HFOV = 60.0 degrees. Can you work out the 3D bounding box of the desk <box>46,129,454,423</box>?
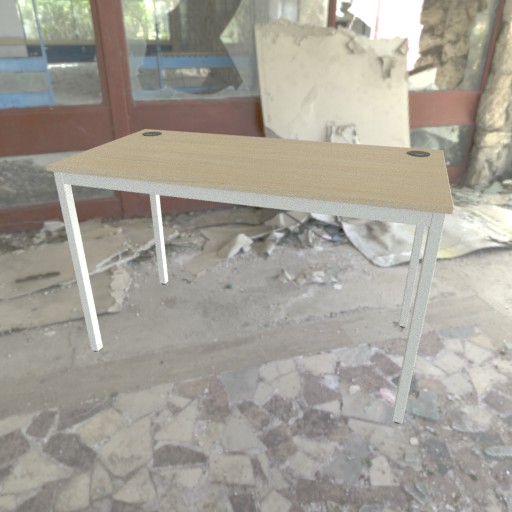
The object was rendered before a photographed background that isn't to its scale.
[{"bbox_3d":[0.000,0.000,1.656,1.200,0.750,0.600,9,28,16],"label":"desk"}]
